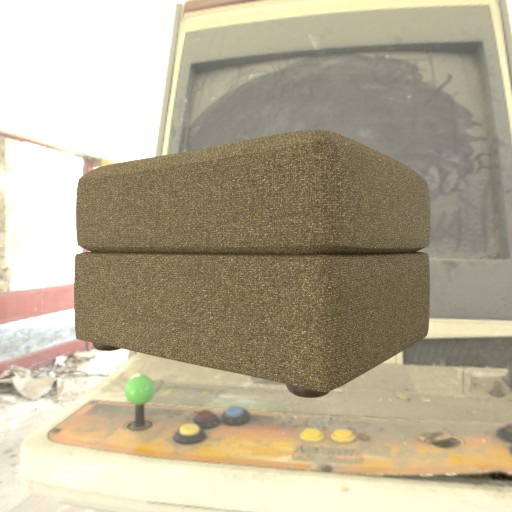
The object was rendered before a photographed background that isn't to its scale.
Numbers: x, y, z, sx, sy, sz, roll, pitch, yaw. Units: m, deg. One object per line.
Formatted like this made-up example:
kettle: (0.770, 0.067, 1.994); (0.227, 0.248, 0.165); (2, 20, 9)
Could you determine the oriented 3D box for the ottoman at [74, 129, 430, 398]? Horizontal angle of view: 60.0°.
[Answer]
ottoman: (0.000, 0.000, 1.128); (0.742, 0.476, 0.598); (1, 1, 36)
